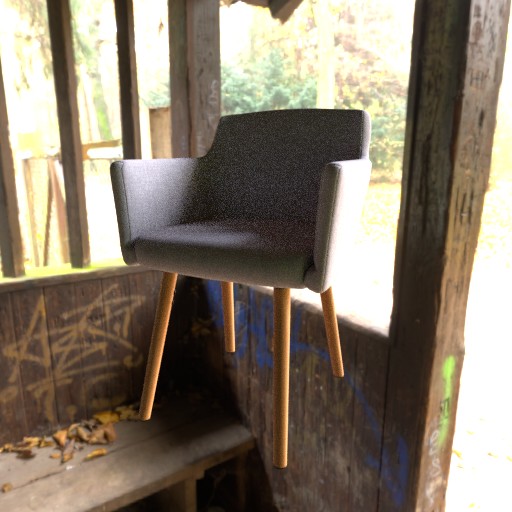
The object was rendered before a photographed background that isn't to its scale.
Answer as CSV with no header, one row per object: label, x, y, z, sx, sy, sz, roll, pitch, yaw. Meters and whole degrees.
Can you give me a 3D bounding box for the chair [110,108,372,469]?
chair,0.000,0.000,1.172,0.570,0.780,0.540,7,15,26
